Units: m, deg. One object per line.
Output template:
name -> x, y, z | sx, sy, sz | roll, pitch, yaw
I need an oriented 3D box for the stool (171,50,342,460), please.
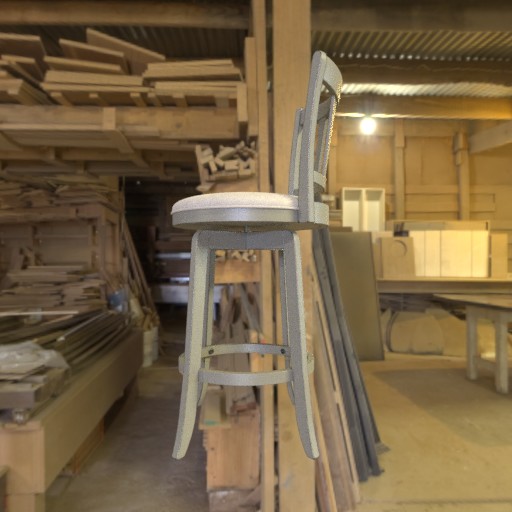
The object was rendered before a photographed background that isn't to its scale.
stool -> 0.000, 0.000, 1.284 | 0.486, 0.994, 0.450 | 0, 0, -1
